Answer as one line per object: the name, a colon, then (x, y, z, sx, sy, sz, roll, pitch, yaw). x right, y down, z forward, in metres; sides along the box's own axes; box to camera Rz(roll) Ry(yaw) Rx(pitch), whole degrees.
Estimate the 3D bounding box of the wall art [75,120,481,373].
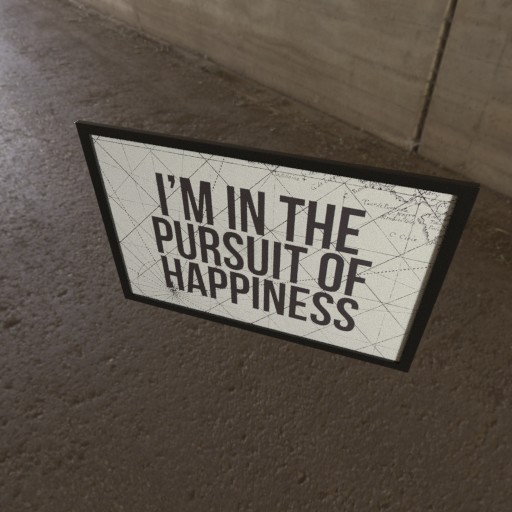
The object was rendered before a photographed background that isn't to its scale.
wall art: (0.000, 0.000, 1.046, 0.819, 0.552, 0.015, 12, 43, 14)
